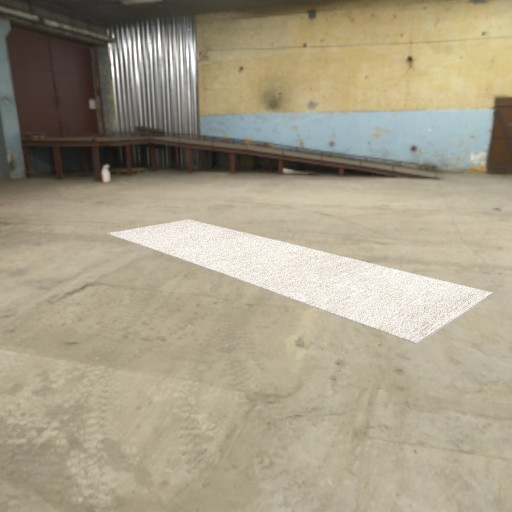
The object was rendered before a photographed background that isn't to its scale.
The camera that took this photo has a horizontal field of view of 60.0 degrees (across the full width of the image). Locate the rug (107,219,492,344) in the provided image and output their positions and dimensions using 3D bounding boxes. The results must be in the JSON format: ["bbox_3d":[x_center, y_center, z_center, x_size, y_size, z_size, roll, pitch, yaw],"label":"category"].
[{"bbox_3d":[0.000,0.000,2.569,0.712,0.013,2.346,-15,22,-42],"label":"rug"}]
